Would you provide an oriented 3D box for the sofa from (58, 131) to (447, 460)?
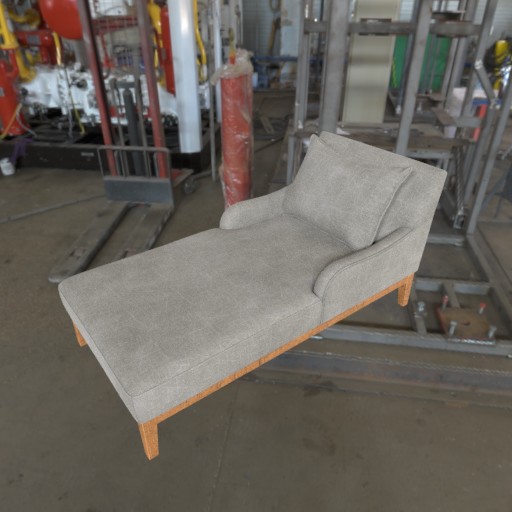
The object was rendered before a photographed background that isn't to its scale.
[{"bbox_3d":[0.000,0.000,2.284,1.779,0.859,0.894,-22,38,-31],"label":"sofa"}]
